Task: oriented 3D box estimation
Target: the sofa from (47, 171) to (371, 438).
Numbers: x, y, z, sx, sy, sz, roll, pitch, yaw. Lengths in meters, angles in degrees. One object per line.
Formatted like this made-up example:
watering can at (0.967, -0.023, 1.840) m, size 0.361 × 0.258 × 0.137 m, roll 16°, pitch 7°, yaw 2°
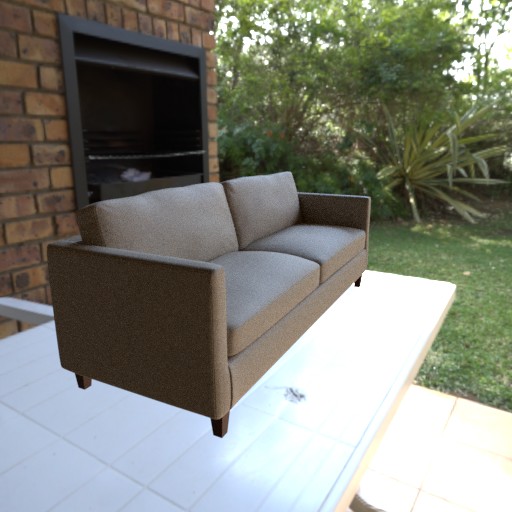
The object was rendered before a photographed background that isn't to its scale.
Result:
sofa at (0.000, 0.000, 2.910) m, size 0.951 × 0.965 × 2.434 m, roll 8°, pitch 17°, yaw 26°
